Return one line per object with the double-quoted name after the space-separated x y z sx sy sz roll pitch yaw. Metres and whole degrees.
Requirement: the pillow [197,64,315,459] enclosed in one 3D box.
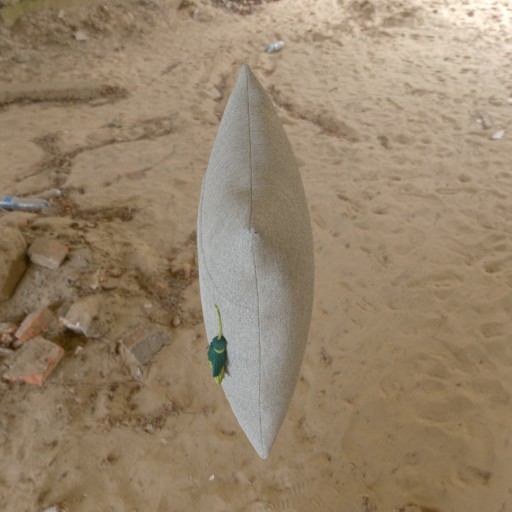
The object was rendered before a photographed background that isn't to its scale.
0.000 0.000 0.684 0.173 0.436 0.433 -1 41 -1 "pillow"
